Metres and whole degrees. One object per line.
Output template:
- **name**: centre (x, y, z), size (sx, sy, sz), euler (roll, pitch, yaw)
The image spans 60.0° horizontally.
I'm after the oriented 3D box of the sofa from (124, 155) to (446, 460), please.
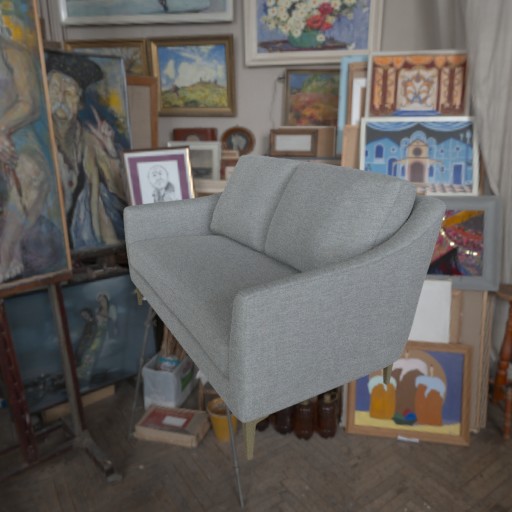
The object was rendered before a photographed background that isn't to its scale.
- **sofa**: centre (0.000, 0.000, 2.176), size (0.960, 0.904, 1.619), euler (-8, 18, -26)
